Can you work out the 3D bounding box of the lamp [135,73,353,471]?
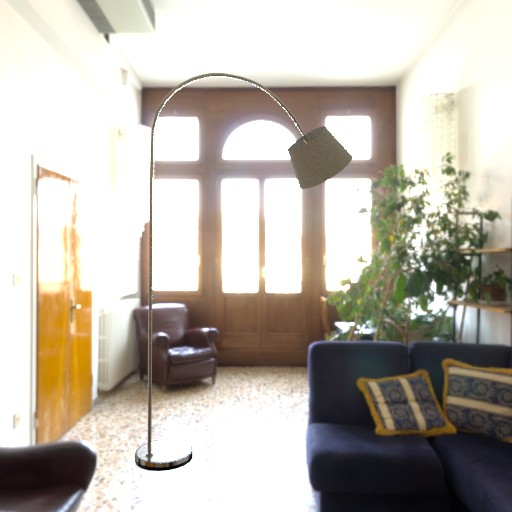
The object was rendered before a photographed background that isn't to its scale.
[{"bbox_3d":[0.000,0.000,2.635,1.445,2.098,0.406,1,-1,-35],"label":"lamp"}]
